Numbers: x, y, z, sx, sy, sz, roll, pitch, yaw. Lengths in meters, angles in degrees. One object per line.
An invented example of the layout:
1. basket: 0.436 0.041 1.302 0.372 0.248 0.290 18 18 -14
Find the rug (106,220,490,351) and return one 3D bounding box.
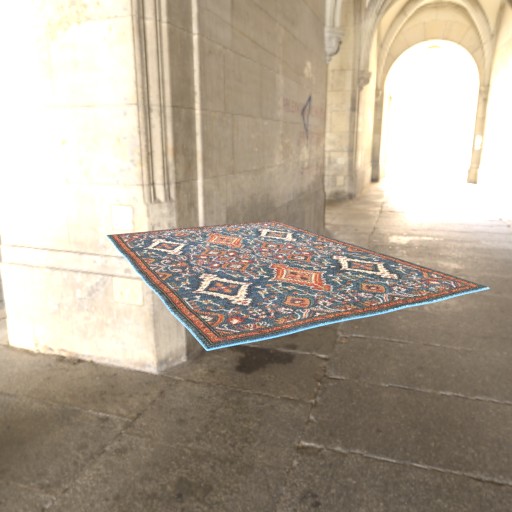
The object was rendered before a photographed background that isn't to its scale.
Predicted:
1. rug: 0.000 0.000 3.020 1.622 0.009 2.373 -7 16 -26
